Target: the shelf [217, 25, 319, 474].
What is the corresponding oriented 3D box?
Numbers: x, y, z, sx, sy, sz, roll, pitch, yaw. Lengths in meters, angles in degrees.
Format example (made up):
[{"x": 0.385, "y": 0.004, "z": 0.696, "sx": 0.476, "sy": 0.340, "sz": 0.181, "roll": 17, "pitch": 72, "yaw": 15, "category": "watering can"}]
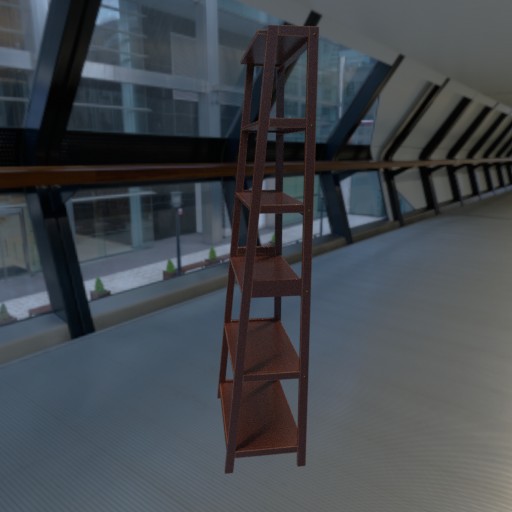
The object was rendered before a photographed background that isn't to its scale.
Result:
[{"x": 0.000, "y": 0.000, "z": 2.154, "sx": 0.381, "sy": 1.892, "sz": 0.660, "roll": -2, "pitch": 14, "yaw": -8, "category": "shelf"}]
